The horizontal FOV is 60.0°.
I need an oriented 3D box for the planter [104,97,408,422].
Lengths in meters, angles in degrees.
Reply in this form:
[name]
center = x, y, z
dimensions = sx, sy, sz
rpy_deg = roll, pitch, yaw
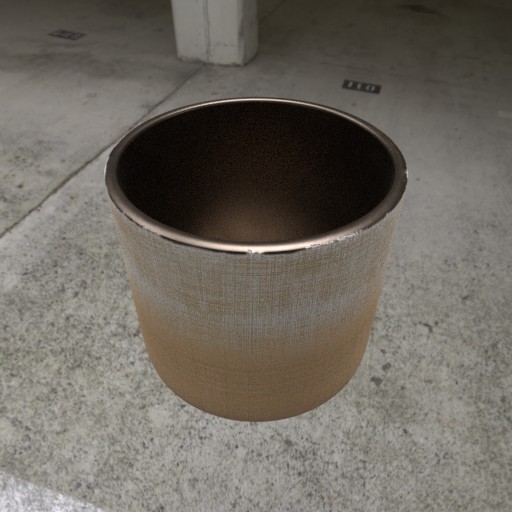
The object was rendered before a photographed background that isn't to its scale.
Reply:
[planter]
center = 0.000, 0.000, 0.391
dimensions = 0.221, 0.201, 0.221
rpy_deg = 0, 42, 0
